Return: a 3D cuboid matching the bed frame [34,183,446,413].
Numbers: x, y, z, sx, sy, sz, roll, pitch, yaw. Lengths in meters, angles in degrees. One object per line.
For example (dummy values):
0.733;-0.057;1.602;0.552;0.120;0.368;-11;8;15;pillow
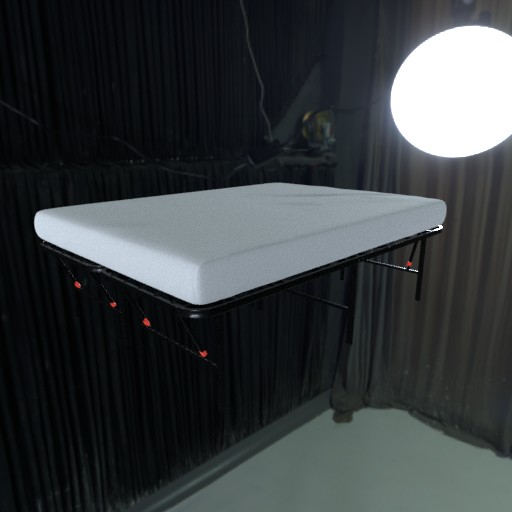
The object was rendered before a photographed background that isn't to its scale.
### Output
0.000;0.000;2.526;1.372;0.637;1.905;15;22;43;bed frame
